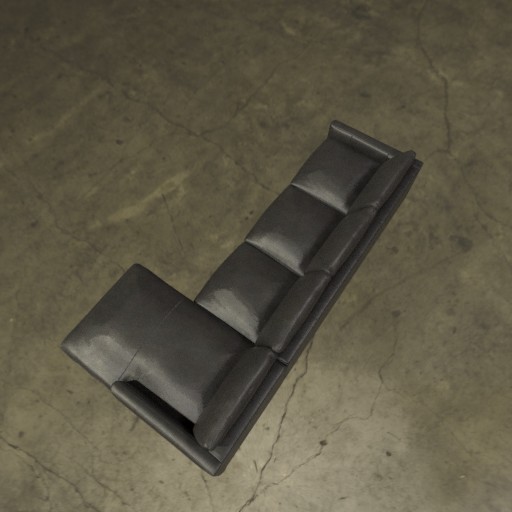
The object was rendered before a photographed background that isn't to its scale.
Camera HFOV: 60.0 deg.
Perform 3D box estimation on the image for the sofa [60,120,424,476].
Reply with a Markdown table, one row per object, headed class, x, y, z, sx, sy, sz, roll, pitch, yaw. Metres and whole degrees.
| class | x | y | z | sx | sy | sz | roll | pitch | yaw |
| --- | --- | --- | --- | --- | --- | --- | --- | --- | --- |
| sofa | 0.000 | 0.000 | 3.655 | 1.471 | 0.859 | 2.993 | 32 | 67 | 15 |
